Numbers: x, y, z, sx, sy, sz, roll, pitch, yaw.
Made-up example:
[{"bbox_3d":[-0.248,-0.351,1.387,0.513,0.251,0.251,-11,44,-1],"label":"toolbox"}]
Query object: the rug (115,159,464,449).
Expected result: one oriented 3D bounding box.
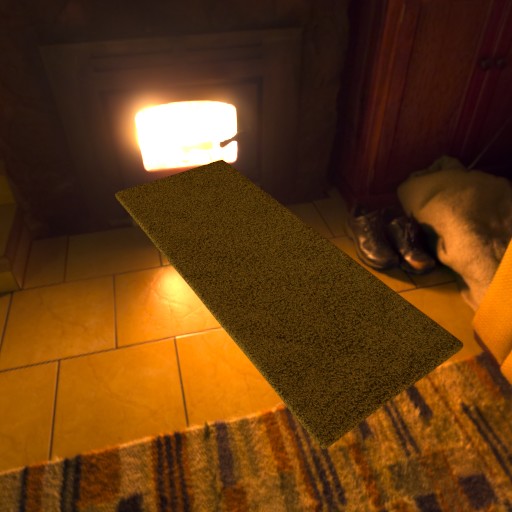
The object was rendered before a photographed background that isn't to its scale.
[{"bbox_3d":[0.000,0.000,1.794,0.609,0.030,1.524,-24,46,-26],"label":"rug"}]
